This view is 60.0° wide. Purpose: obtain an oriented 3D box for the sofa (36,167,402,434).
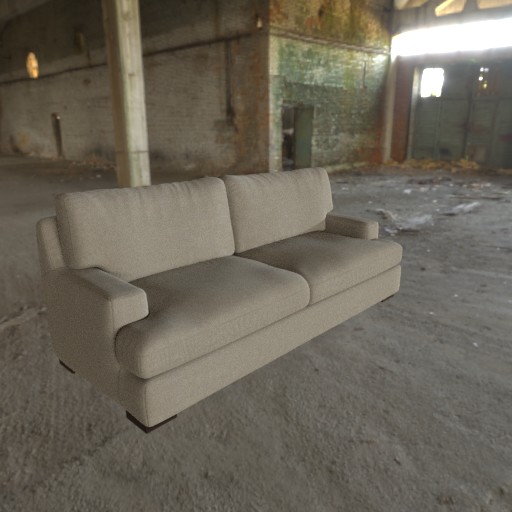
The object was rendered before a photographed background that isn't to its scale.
[{"bbox_3d":[0.000,0.000,2.862,0.962,0.980,2.354,15,22,41],"label":"sofa"}]
